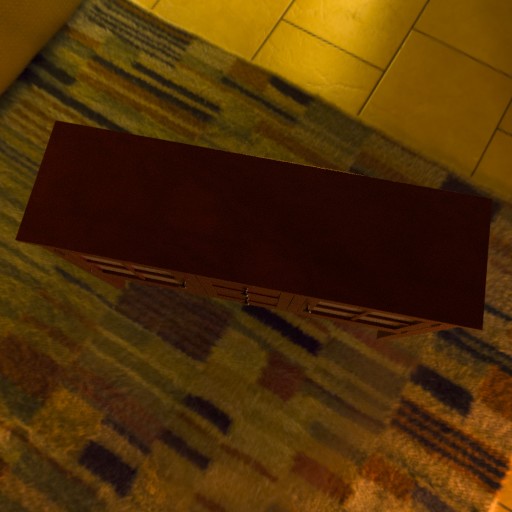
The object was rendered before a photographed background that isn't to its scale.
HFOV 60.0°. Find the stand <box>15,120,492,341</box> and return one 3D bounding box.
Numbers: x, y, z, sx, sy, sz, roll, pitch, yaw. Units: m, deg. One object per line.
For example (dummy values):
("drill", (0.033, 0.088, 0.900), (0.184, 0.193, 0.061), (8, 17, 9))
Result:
("stand", (0.000, 0.000, 1.732), (1.362, 0.872, 0.410), (11, 76, 3))
